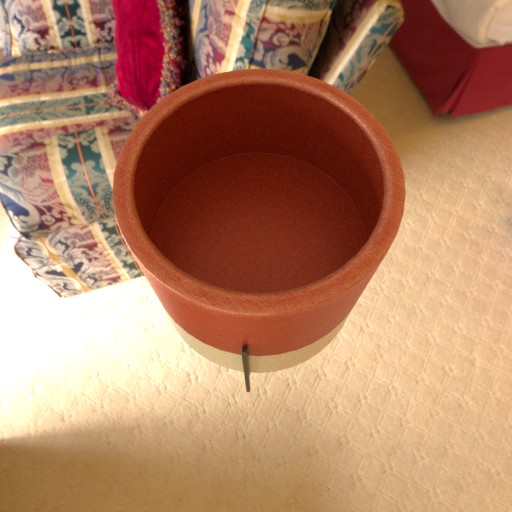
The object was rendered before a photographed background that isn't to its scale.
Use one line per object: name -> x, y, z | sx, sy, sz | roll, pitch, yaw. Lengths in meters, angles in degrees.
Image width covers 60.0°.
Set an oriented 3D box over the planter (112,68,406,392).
planter -> 0.000, 0.000, 0.728 | 0.354, 0.465, 0.345 | 33, 69, 14
